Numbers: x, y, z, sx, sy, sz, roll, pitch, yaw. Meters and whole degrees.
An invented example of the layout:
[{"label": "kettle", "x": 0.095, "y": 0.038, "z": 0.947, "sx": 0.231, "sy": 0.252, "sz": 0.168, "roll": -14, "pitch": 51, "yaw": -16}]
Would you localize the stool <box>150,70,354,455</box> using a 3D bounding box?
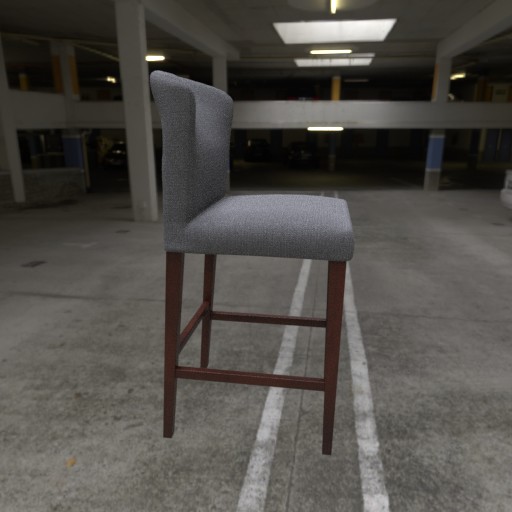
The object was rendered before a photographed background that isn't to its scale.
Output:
[{"label": "stool", "x": 0.000, "y": 0.000, "z": 1.383, "sx": 0.568, "sy": 1.069, "sz": 0.486, "roll": 3, "pitch": 17, "yaw": 9}]
